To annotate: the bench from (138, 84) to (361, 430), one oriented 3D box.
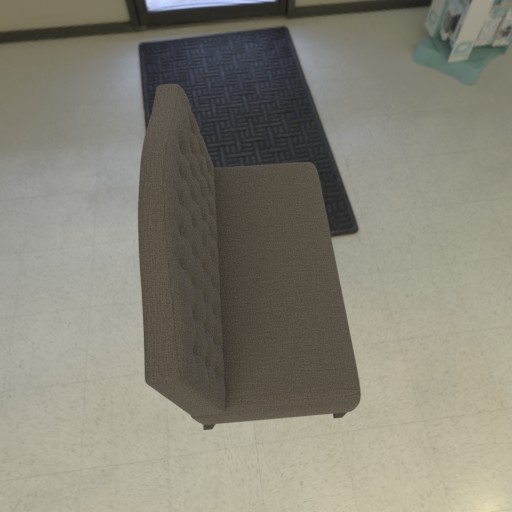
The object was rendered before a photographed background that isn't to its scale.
[{"bbox_3d":[0.000,0.000,2.050,0.815,1.180,1.335,-4,60,-2],"label":"bench"}]
